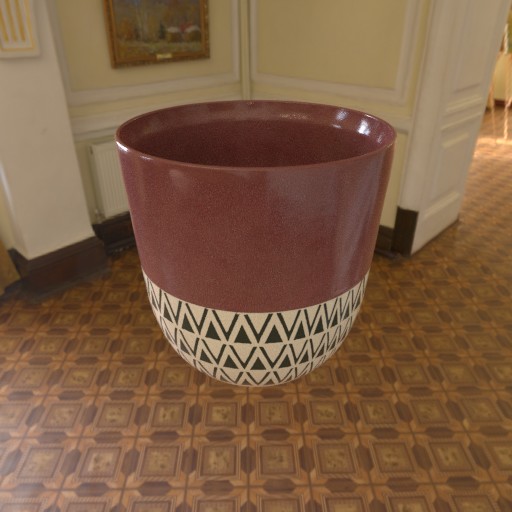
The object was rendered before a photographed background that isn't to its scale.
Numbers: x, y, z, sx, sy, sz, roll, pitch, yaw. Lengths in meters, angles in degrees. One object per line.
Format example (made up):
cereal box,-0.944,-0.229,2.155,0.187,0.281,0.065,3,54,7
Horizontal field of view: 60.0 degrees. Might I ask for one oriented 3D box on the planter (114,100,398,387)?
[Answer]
planter,0.000,0.000,0.368,0.195,0.214,0.195,0,29,0
